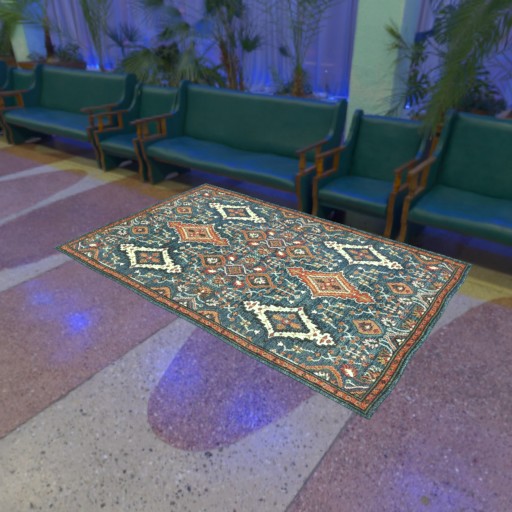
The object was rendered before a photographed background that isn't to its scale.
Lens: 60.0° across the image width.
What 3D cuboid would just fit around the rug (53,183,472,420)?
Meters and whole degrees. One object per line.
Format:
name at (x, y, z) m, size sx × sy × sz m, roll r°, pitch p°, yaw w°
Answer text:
rug at (0.000, 0.000, 4.188) m, size 3.371 × 0.008 × 2.190 m, roll 21°, pitch 37°, yaw 32°
